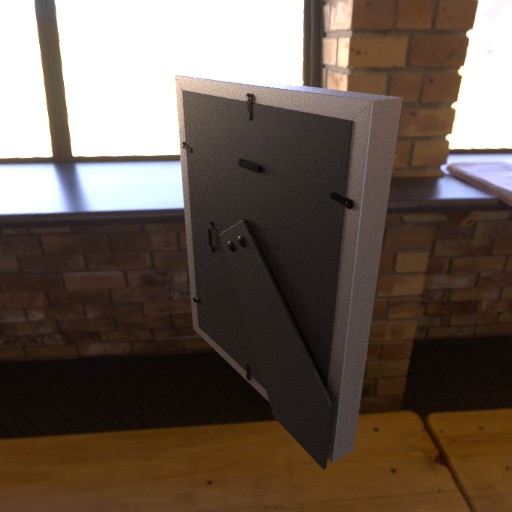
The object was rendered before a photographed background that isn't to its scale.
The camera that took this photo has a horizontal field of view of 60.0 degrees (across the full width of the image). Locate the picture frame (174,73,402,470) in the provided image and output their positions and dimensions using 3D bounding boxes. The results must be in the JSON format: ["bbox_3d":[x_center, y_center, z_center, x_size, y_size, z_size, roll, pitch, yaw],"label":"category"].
[{"bbox_3d":[0.000,0.000,0.388,0.036,0.282,0.233,-18,31,-32],"label":"picture frame"}]
